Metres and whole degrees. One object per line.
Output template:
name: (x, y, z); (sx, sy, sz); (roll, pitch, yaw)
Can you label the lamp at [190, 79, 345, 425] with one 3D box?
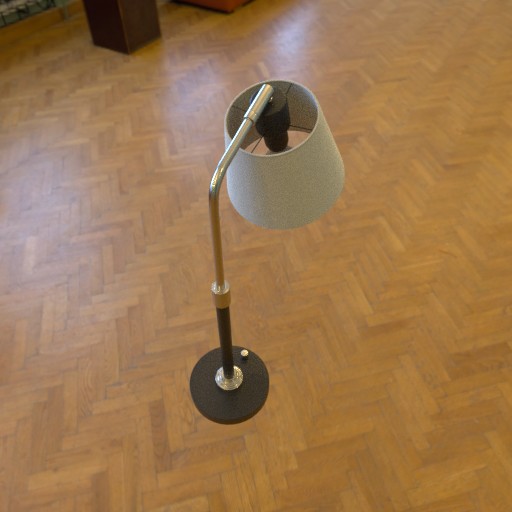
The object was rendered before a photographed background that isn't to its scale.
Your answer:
lamp: (0.000, 0.000, 0.697); (0.181, 0.539, 0.348); (23, 52, 19)
